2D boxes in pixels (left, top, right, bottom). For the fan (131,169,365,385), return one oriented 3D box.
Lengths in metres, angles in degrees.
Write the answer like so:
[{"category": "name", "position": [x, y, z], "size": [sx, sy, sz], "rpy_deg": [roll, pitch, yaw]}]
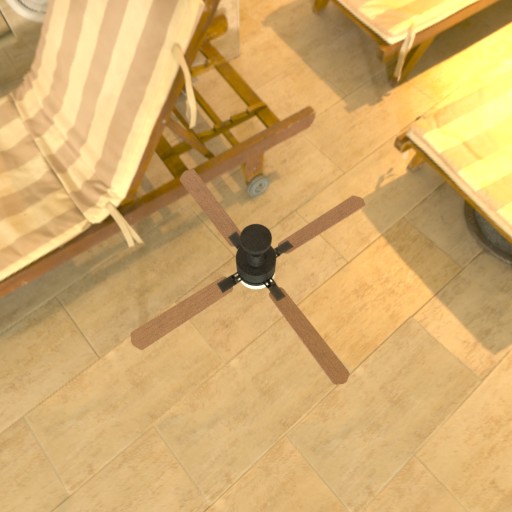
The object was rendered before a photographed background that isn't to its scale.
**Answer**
[{"category": "fan", "position": [0.000, 0.000, 2.006], "size": [1.320, 0.355, 1.320], "rpy_deg": [-32, 69, -14]}]
